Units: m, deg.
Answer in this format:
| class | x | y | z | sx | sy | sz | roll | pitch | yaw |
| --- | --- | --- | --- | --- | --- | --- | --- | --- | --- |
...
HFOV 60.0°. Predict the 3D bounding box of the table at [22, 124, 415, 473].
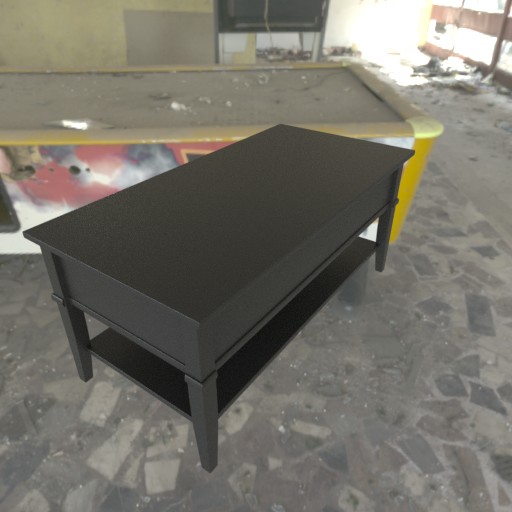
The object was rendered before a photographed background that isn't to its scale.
| class | x | y | z | sx | sy | sz | roll | pitch | yaw |
| --- | --- | --- | --- | --- | --- | --- | --- | --- | --- |
| table | 0.000 | 0.000 | 1.333 | 0.523 | 0.470 | 1.044 | 21 | 38 | 30 |
